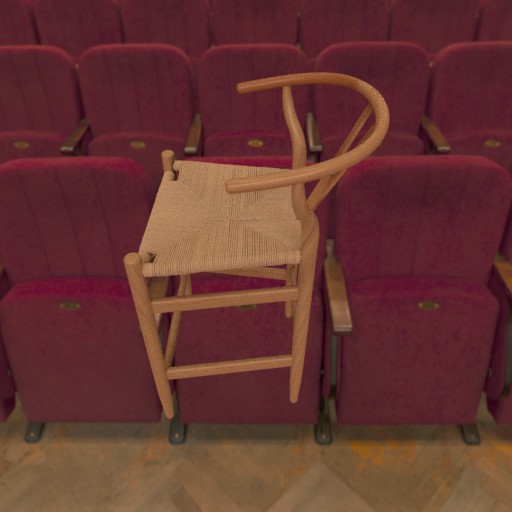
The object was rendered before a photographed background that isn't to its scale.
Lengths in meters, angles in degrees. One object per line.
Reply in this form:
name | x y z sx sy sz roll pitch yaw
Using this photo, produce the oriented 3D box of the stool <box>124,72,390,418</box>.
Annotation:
stool | 0.000 0.000 1.280 0.575 0.923 0.536 0 41 0
